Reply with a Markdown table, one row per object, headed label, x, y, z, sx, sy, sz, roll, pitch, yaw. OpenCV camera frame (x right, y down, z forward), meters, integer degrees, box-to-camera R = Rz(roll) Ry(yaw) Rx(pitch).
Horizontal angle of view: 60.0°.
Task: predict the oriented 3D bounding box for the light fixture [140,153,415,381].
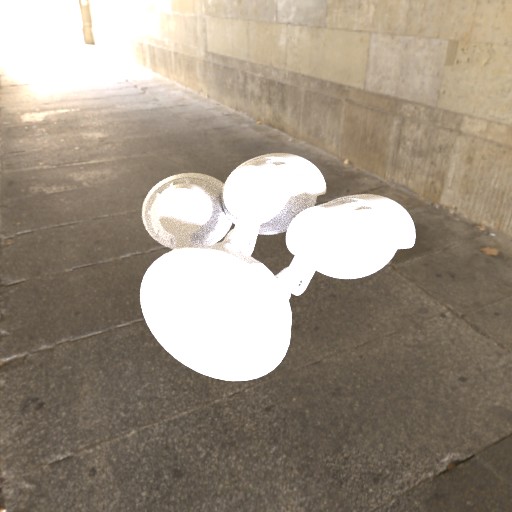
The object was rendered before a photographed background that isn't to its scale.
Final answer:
| label | x | y | z | sx | sy | sz | roll | pitch | yaw |
| --- | --- | --- | --- | --- | --- | --- | --- | --- | --- |
| light fixture | 0.000 | 0.000 | 0.557 | 0.369 | 0.237 | 0.278 | 10 | 32 | 16 |
